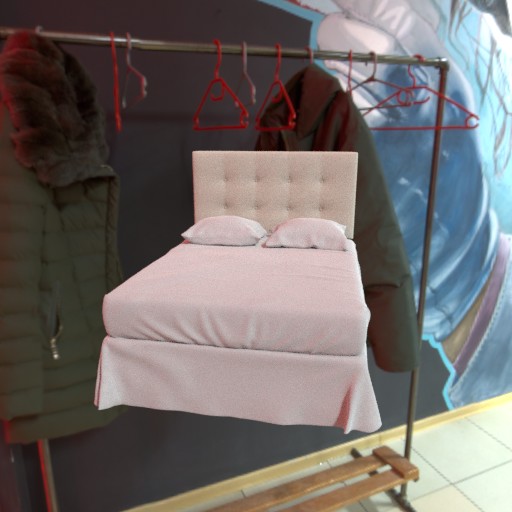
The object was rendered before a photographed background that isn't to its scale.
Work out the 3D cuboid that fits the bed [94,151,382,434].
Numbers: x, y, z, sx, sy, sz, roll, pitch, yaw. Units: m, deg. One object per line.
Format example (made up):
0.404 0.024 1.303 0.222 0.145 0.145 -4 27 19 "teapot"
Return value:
0.000 0.000 3.579 1.936 1.577 2.222 3 16 9 "bed"
